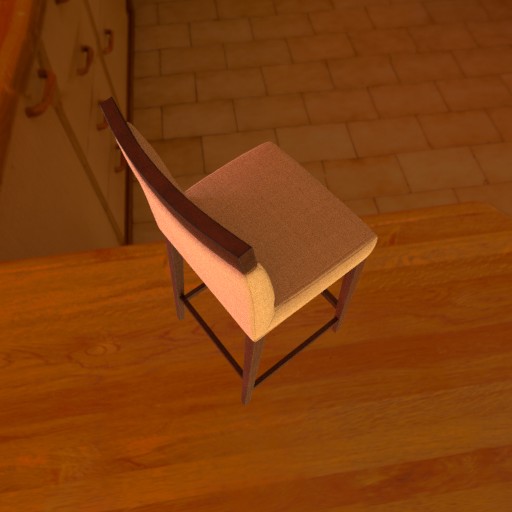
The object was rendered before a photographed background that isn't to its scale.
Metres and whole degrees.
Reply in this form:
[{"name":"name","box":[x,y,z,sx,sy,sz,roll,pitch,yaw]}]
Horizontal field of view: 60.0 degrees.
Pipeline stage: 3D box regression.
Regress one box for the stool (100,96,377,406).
[{"name":"stool","box":[0.000,0.000,1.271,0.480,1.011,0.463,-34,65,-19]}]
